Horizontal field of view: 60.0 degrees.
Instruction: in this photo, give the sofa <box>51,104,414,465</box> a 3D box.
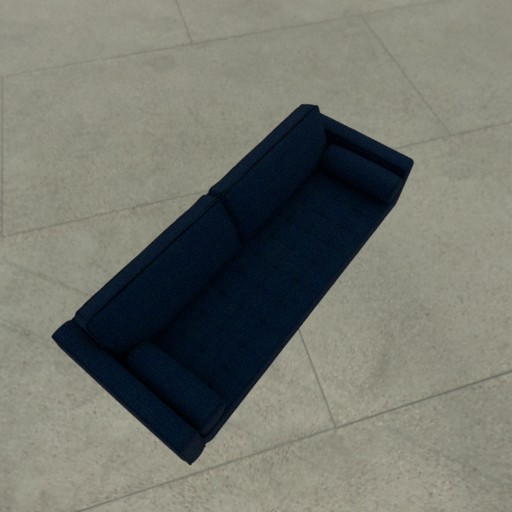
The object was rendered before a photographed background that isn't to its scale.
[{"bbox_3d":[0.000,0.000,2.678,0.914,0.762,2.210,34,64,19],"label":"sofa"}]
